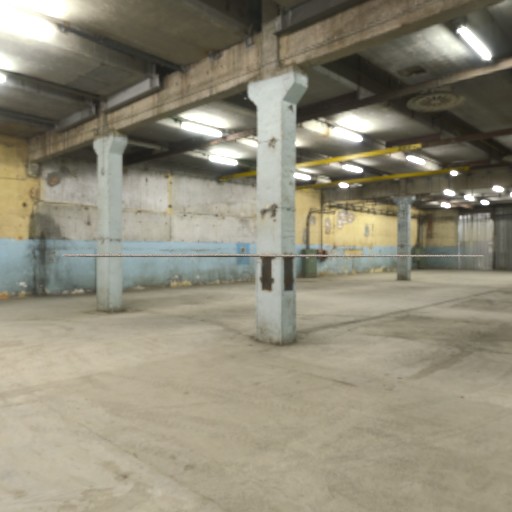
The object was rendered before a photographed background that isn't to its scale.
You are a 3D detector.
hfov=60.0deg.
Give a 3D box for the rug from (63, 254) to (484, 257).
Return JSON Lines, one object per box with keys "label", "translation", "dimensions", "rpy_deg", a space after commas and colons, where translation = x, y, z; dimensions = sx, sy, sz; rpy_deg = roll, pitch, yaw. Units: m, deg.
{"label": "rug", "translation": [0.000, 0.000, 4.470], "dimensions": [3.357, 0.019, 2.449], "rpy_deg": [0, 0, -18]}
